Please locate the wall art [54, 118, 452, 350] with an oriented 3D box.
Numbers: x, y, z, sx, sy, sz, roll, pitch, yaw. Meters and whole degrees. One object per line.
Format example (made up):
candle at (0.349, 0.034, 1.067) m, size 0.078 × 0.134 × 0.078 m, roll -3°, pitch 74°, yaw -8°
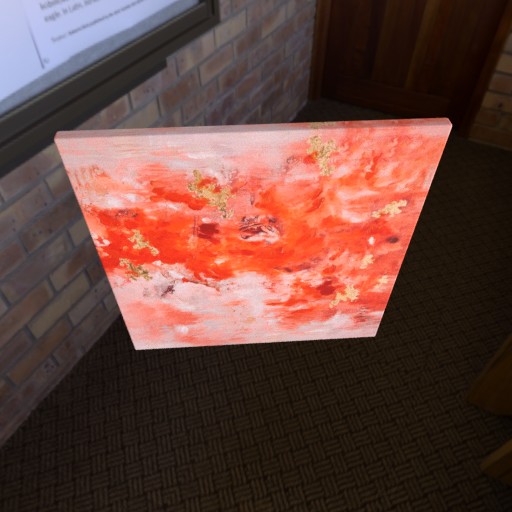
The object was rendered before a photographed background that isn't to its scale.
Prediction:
wall art at (0.000, 0.000, 1.317) m, size 0.878 × 0.878 × 0.066 m, roll -3°, pitch 48°, yaw -2°
